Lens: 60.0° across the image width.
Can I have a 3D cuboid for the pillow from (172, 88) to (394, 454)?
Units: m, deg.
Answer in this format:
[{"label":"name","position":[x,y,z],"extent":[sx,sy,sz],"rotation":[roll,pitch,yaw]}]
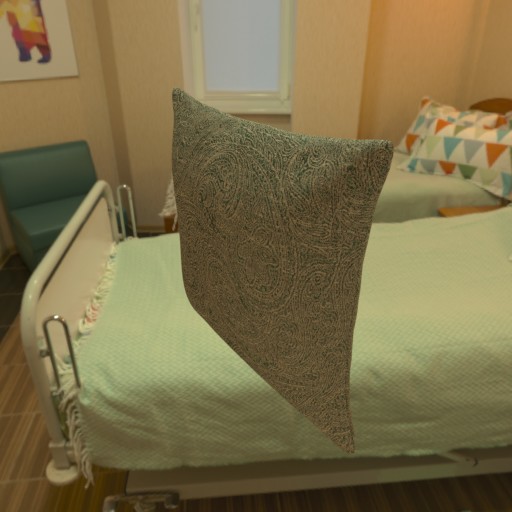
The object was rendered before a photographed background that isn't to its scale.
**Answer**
[{"label":"pillow","position":[0.000,0.000,0.783],"extent":[0.166,0.507,0.526],"rotation":[-19,33,-31]}]
